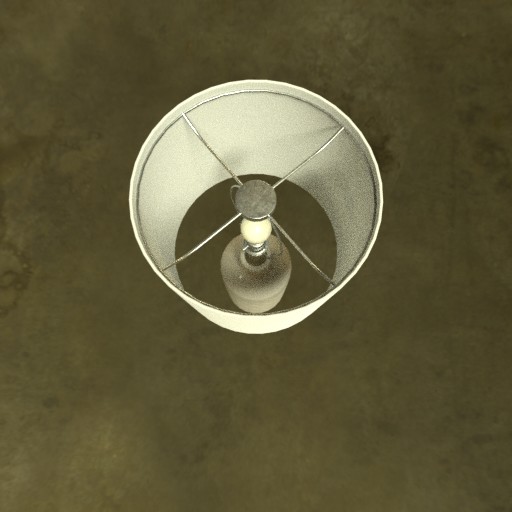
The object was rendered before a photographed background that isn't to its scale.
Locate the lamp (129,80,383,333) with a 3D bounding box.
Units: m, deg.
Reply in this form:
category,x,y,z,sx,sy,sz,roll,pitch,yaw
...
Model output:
category,x,y,z,sx,sy,sz,roll,pitch,yaw
lamp,0.000,0.000,0.584,0.207,0.461,0.207,-39,80,-8
